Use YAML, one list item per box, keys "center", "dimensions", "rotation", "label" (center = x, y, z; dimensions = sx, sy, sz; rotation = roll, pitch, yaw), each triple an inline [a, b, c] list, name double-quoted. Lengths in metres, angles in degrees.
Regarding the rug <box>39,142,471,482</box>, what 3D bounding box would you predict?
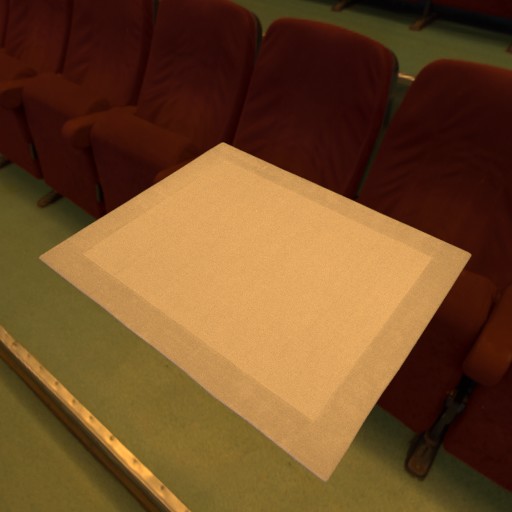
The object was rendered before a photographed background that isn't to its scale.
- center: [0.000, 0.000, 3.916]
  dimensions: [2.976, 0.018, 2.430]
  rotation: [30, 53, 26]
  label: "rug"
